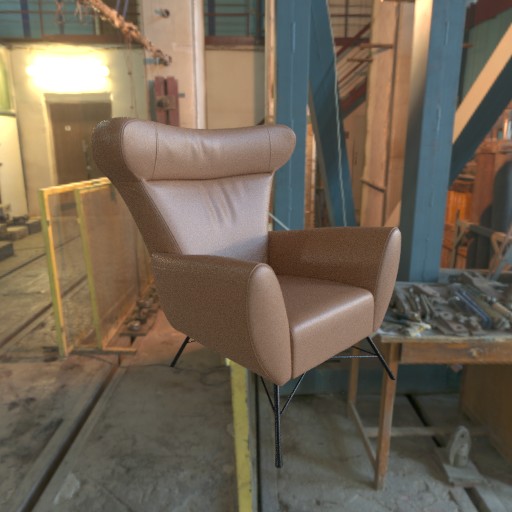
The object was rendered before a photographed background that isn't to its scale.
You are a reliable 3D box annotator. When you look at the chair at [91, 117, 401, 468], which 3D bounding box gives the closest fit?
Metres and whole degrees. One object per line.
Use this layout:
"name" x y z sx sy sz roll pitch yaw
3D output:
"chair" 0.000 0.000 1.772 0.900 1.050 0.980 13 19 43
